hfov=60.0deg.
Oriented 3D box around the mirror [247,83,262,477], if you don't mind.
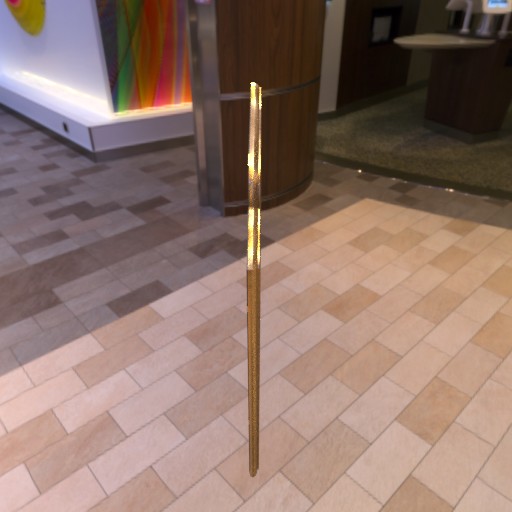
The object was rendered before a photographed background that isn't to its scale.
[{"bbox_3d":[0.000,0.000,0.858,0.018,0.635,0.513,0,32,1],"label":"mirror"}]
